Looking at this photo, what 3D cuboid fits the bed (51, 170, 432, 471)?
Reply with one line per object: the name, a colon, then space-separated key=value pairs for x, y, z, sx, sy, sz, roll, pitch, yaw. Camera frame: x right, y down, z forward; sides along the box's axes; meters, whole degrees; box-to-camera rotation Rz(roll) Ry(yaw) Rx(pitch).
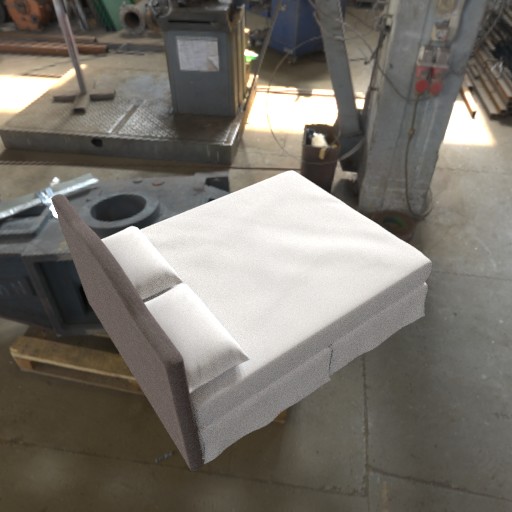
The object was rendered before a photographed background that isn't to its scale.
bed: x=0.000 y=0.000 z=4.017 sx=2.689 sy=1.457 sz=2.161 roll=-26 pitch=48 yaw=-26
